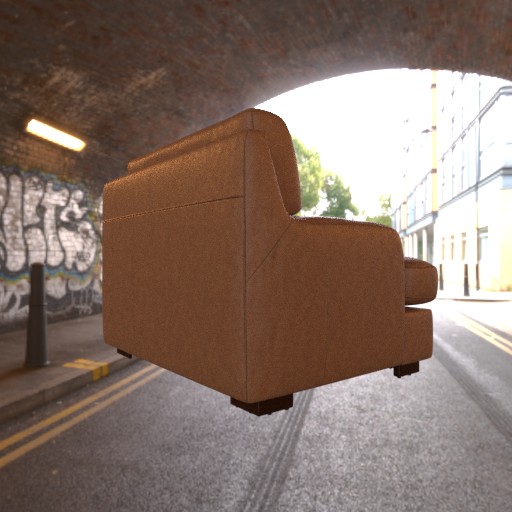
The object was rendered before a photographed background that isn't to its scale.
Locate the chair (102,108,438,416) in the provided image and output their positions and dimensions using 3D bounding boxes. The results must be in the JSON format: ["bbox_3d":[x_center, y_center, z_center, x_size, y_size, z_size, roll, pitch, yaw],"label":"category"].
[{"bbox_3d":[0.000,0.000,2.034,1.050,0.978,1.276,0,-1,-38],"label":"chair"}]
